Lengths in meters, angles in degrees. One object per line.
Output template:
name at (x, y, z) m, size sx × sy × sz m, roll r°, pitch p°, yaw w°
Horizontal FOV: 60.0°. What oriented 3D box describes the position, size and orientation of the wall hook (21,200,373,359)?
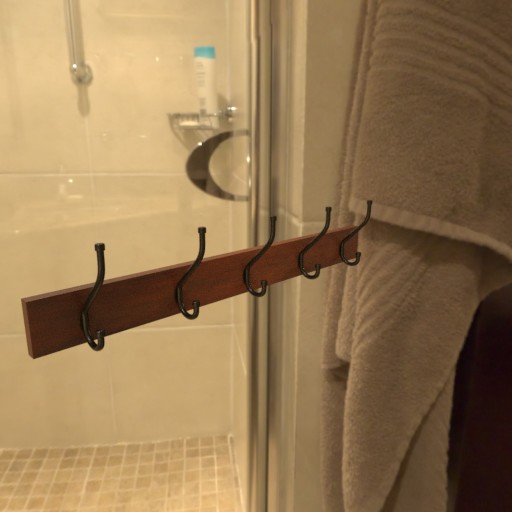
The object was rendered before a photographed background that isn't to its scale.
wall hook at (0.000, 0.000, 0.600) m, size 0.571 × 0.117 × 0.071 m, roll -14°, pitch 19°, yaw -43°
